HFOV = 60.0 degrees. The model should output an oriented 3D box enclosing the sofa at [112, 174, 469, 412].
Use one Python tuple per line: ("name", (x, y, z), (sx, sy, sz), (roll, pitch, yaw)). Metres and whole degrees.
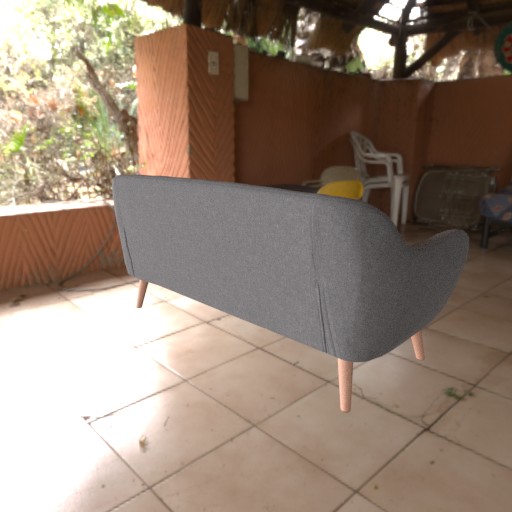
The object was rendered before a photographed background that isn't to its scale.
("sofa", (0.000, 0.000, 2.262), (0.820, 0.820, 1.840), (-14, 20, -43))
